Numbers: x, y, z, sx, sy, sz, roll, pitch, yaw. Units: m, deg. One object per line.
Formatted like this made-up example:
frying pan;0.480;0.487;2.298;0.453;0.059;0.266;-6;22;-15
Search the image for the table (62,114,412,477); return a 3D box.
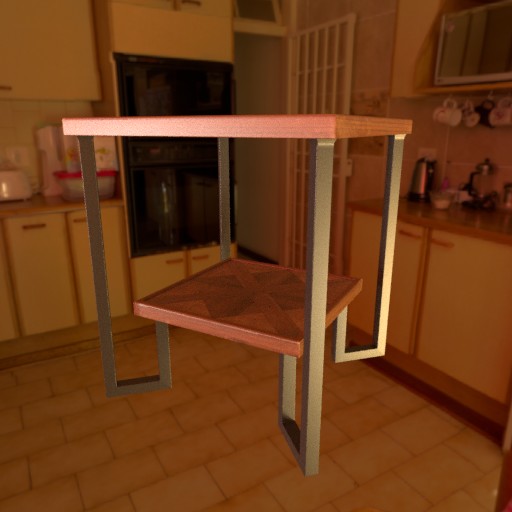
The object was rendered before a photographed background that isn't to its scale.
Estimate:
table;0.000;0.000;0.951;0.503;0.563;0.503;9;18;28
